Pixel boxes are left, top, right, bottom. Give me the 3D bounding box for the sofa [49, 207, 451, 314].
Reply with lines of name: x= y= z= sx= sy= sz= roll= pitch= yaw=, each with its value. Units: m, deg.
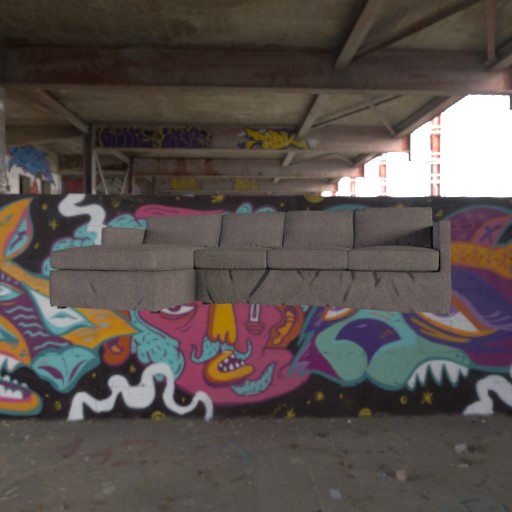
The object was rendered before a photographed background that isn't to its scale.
sofa: x=0.000 y=0.000 z=3.970 sx=3.205 sy=0.922 sz=1.650 roll=0 pitch=1 yaw=18
